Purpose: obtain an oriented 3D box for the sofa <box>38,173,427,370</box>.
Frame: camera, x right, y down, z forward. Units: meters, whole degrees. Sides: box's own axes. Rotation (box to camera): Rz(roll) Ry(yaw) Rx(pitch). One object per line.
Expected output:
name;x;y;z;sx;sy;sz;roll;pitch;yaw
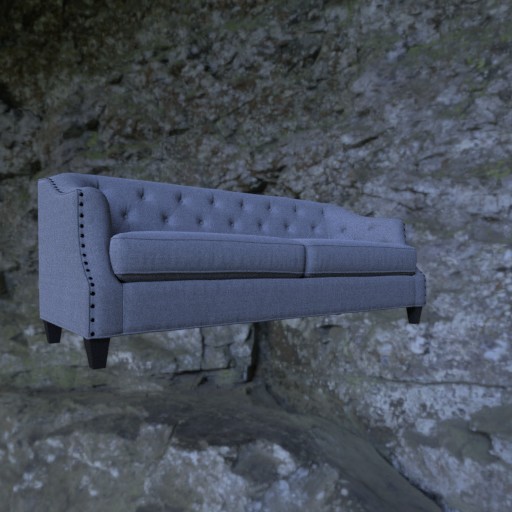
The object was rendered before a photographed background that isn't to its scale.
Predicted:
sofa;0.000;0.000;2.661;2.235;0.901;0.914;1;-1;-37
